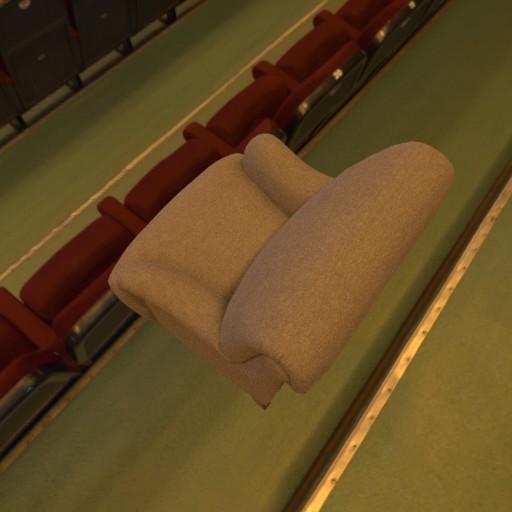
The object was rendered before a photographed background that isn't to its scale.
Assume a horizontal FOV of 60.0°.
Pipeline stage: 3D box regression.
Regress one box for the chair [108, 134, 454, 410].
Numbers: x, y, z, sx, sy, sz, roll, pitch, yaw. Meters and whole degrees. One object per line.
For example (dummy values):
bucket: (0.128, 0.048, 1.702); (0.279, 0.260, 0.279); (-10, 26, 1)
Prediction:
chair: (0.000, 0.000, 1.532); (0.843, 0.942, 0.766); (34, 67, 17)
